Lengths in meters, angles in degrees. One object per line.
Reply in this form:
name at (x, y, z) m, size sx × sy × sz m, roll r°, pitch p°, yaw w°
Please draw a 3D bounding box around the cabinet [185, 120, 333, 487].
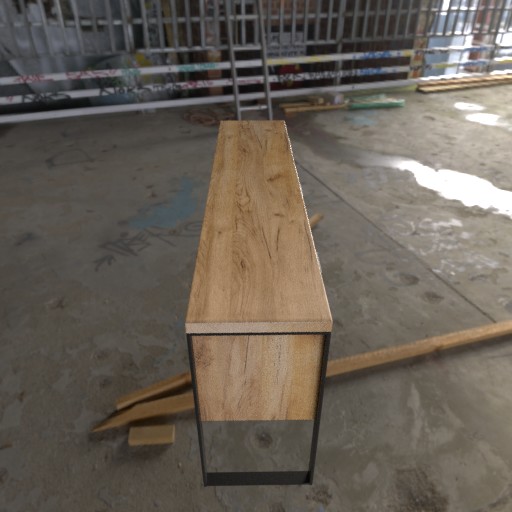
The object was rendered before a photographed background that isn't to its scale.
cabinet at (0.000, 0.000, 2.108) m, size 0.395 × 0.762 × 1.800 m, roll 0°, pitch 33°, yaw -1°
